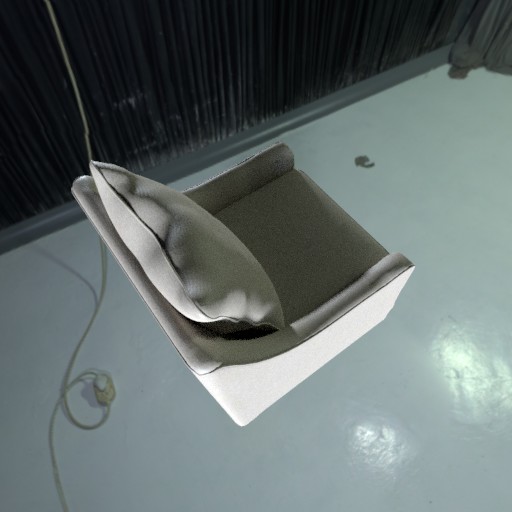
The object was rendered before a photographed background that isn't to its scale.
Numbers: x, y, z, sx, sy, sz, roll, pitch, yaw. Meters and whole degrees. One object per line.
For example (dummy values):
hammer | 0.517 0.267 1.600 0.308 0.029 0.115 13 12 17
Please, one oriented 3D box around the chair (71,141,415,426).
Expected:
chair | 0.000 0.000 1.604 0.876 0.942 0.760 -32 63 -18
